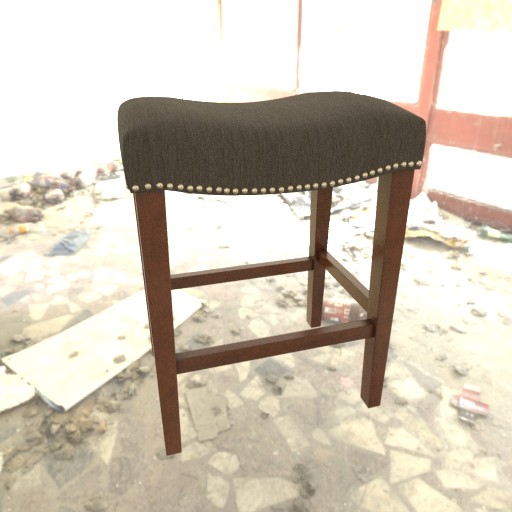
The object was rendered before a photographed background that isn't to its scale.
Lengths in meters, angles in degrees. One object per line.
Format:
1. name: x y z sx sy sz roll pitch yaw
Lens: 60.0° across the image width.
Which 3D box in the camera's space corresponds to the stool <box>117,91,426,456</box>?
1. stool: 0.000 0.000 0.959 0.504 0.654 0.372 -7 26 -15
